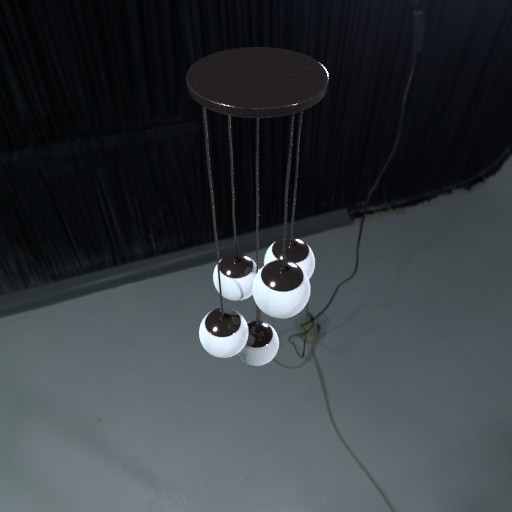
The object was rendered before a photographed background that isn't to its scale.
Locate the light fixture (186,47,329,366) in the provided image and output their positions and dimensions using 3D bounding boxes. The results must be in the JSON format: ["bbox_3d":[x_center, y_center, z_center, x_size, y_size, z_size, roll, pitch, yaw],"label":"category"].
[{"bbox_3d":[0.000,0.000,1.535,0.484,1.271,0.489,-17,48,-16],"label":"light fixture"}]
